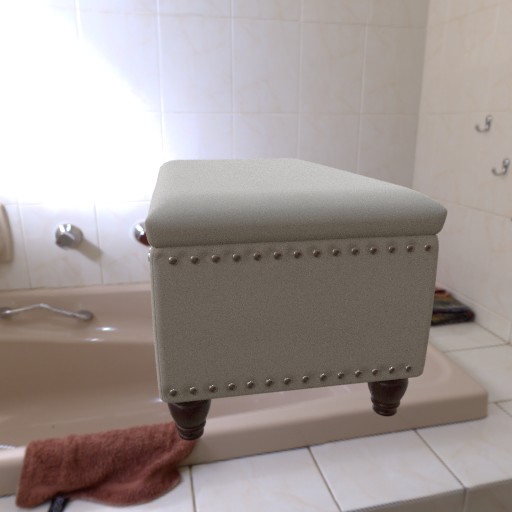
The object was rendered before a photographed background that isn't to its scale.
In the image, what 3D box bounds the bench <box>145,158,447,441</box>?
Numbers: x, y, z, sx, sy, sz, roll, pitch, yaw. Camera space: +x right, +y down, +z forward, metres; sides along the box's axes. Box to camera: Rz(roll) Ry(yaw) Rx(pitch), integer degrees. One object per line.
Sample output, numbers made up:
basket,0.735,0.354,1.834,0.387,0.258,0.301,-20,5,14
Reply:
bench,0.000,0.000,1.172,0.500,0.449,0.887,-3,17,-10
